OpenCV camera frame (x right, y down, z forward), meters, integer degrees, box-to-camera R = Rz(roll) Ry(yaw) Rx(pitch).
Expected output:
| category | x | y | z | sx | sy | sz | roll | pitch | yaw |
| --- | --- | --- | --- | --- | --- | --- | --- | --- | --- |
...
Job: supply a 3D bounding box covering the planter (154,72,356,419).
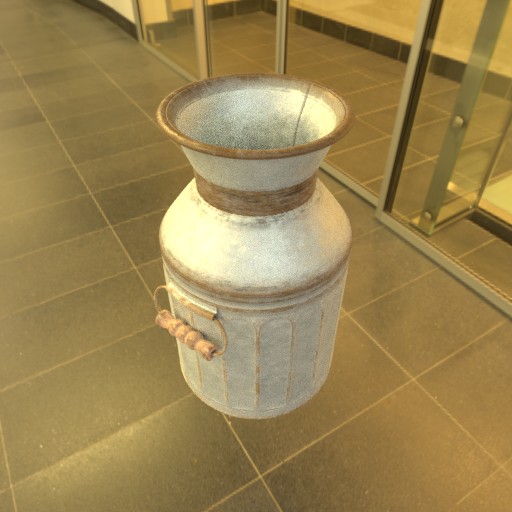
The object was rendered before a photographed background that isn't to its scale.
| category | x | y | z | sx | sy | sz | roll | pitch | yaw |
| --- | --- | --- | --- | --- | --- | --- | --- | --- | --- |
| planter | 0.000 | 0.000 | 0.515 | 0.215 | 0.358 | 0.248 | 28 | 49 | 28 |
